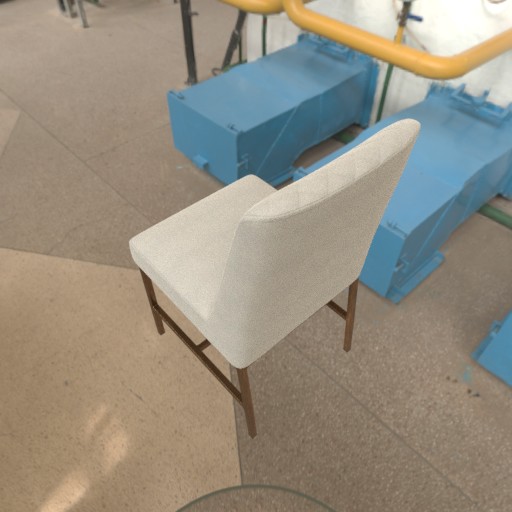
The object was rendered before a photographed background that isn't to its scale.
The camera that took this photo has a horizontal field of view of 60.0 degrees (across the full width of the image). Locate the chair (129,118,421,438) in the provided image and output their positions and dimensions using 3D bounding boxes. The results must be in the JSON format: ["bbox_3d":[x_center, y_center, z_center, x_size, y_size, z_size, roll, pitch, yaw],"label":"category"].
[{"bbox_3d":[0.000,0.000,1.271,0.503,0.933,0.597,-33,55,-27],"label":"chair"}]
